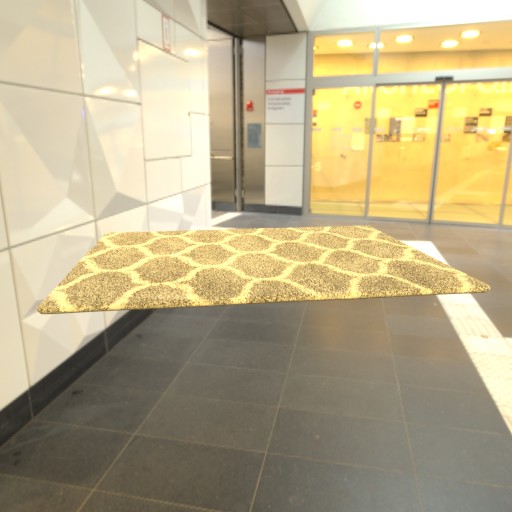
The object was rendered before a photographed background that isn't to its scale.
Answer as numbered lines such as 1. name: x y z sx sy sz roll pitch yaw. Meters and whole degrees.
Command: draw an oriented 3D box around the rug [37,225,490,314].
1. rug: 0.000 0.000 2.105 1.600 0.025 1.200 -2 15 -8
